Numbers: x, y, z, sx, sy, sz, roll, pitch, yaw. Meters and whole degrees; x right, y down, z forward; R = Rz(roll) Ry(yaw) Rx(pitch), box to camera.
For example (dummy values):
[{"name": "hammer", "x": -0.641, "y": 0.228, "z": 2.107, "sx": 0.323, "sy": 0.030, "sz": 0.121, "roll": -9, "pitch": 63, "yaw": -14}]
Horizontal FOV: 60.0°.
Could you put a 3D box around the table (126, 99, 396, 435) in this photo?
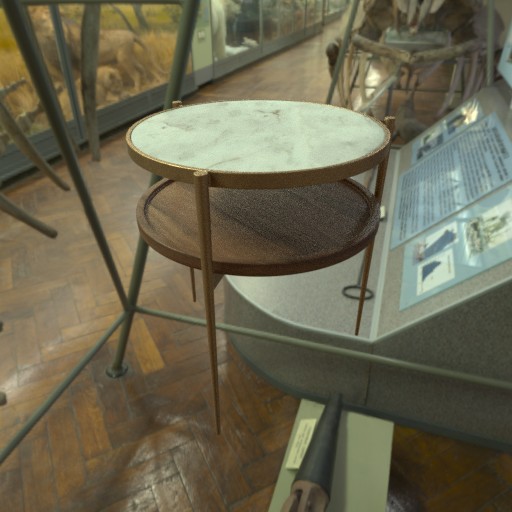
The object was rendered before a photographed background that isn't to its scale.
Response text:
[{"name": "table", "x": 0.000, "y": 0.000, "z": 0.846, "sx": 0.430, "sy": 0.493, "sz": 0.456, "roll": 10, "pitch": 33, "yaw": 15}]
